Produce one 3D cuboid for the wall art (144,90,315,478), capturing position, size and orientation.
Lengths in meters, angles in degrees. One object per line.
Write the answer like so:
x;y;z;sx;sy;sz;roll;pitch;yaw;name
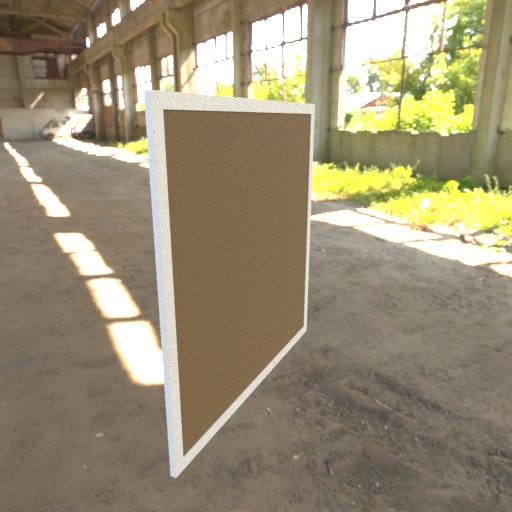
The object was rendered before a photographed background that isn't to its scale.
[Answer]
0.000;0.000;1.217;0.015;0.812;0.812;9;19;26;wall art
